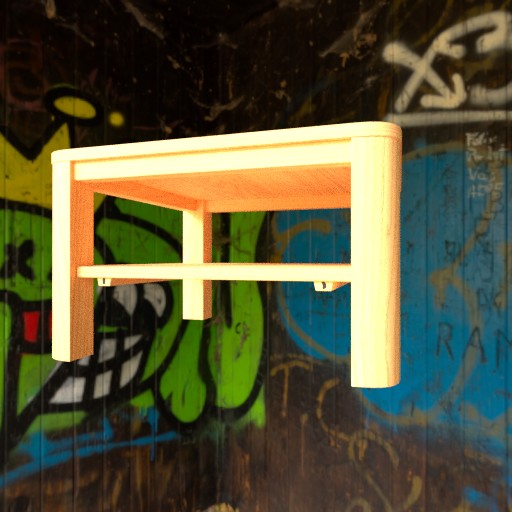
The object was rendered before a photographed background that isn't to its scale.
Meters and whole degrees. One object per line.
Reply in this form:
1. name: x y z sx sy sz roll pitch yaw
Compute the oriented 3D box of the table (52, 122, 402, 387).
1. table: 0.000 0.000 1.202 0.750 0.450 0.750 0 0 18
